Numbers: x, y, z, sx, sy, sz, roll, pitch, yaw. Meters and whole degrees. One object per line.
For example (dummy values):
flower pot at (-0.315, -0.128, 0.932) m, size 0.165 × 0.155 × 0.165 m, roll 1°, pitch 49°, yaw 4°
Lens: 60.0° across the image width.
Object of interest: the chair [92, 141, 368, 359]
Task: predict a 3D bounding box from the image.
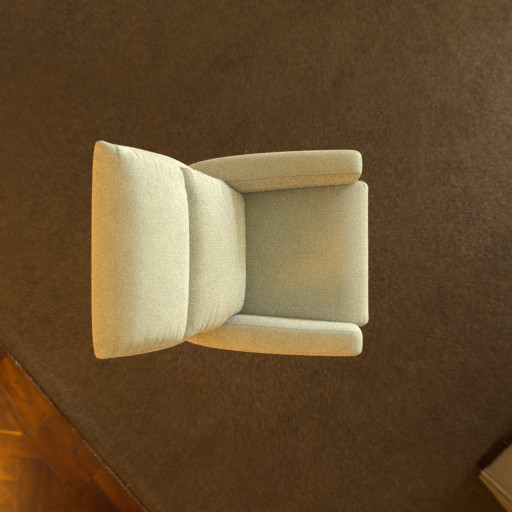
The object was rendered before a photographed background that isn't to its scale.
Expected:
chair at (0.000, 0.000, 1.683) m, size 0.941 × 1.015 × 0.812 m, roll 0°, pitch 89°, yaw -2°
